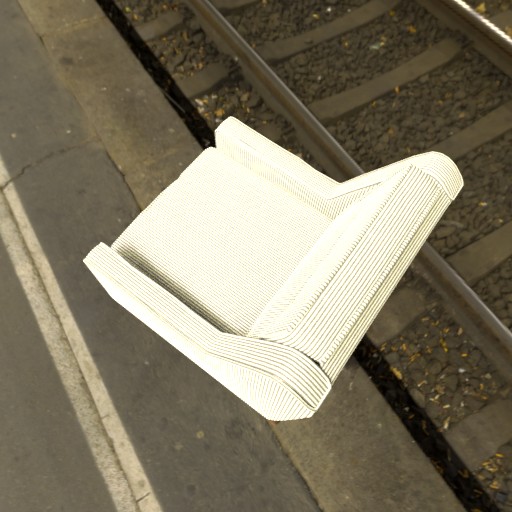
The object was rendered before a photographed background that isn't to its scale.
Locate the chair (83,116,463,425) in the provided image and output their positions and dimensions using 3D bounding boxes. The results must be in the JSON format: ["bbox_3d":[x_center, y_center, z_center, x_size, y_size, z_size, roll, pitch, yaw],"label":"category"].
[{"bbox_3d":[0.000,0.000,1.302,0.743,0.792,0.663,34,68,15],"label":"chair"}]
